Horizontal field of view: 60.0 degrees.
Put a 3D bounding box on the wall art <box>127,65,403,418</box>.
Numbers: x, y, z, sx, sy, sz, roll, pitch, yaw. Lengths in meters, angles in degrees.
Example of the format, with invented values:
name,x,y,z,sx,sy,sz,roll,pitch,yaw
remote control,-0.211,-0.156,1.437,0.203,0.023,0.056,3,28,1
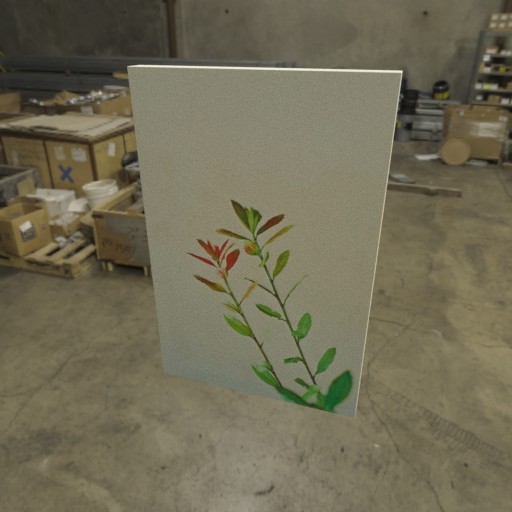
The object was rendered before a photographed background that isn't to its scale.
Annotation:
name,x,y,z,sx,sy,sz,roll,pitch,yaw
wall art,0.000,0.000,0.782,0.408,0.611,0.038,8,28,16
